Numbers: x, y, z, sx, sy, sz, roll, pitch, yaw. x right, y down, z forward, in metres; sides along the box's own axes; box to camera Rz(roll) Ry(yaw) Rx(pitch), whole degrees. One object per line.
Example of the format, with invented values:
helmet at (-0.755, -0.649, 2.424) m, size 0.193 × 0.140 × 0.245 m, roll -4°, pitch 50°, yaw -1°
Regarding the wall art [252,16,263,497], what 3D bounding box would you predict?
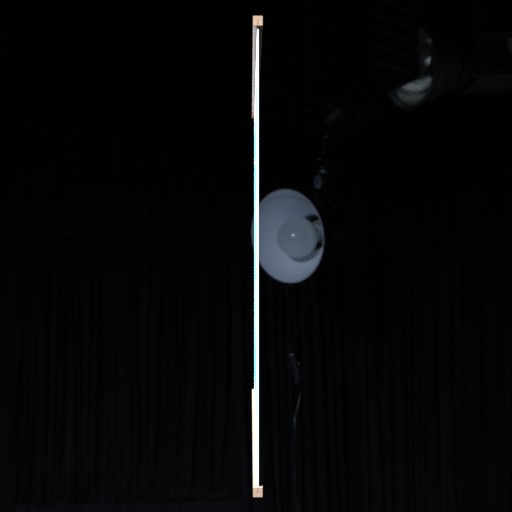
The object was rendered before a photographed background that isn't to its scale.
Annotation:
wall art at (0.000, 0.000, 1.895) m, size 0.030 × 1.519 × 0.990 m, roll 0°, pitch 1°, yaw -1°
